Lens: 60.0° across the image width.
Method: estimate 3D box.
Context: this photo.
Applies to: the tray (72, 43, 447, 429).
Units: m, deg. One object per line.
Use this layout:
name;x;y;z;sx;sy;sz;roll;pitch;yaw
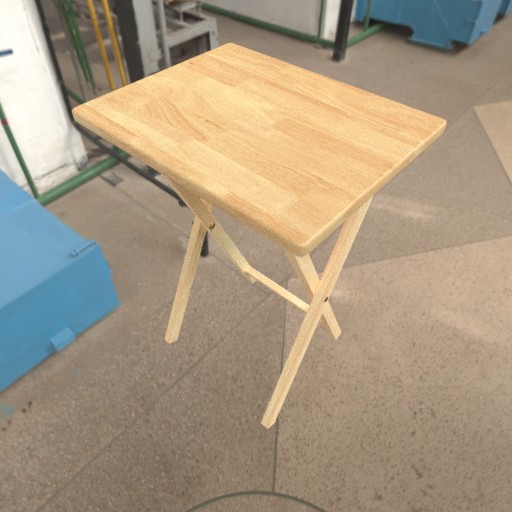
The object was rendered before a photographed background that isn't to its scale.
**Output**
tray;0.000;0.000;0.953;0.483;0.660;0.381;33;54;27
